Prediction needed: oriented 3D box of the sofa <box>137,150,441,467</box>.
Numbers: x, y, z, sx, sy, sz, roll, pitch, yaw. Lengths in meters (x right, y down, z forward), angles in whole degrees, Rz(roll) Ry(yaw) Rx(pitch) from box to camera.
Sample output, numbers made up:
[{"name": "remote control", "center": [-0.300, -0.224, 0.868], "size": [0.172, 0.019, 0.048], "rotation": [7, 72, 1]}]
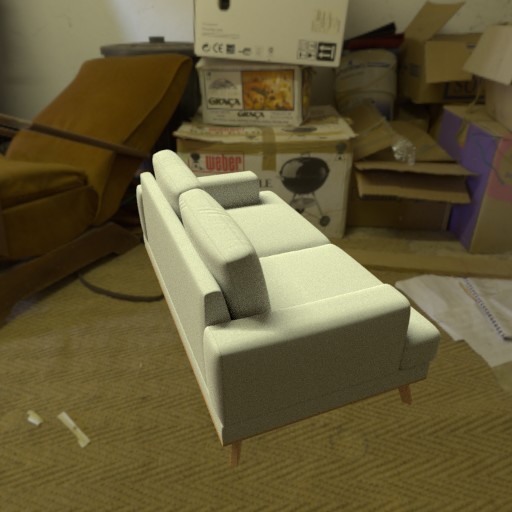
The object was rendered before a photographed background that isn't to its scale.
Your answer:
[{"name": "sofa", "center": [0.000, 0.000, 2.198], "size": [0.915, 0.810, 1.651], "rotation": [-11, 31, -19]}]
